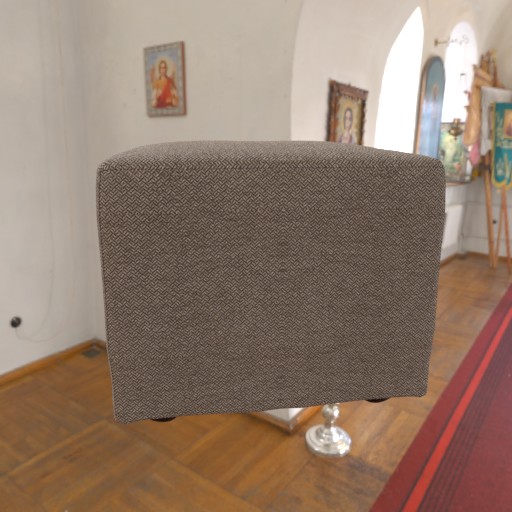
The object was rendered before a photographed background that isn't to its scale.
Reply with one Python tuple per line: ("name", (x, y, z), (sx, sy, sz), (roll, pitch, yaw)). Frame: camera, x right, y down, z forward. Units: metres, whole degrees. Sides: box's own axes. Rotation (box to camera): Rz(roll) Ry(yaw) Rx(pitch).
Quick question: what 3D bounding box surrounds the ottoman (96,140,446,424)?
("ottoman", (0.000, 0.000, 0.898), (0.519, 0.453, 0.512), (-2, 14, -8))
